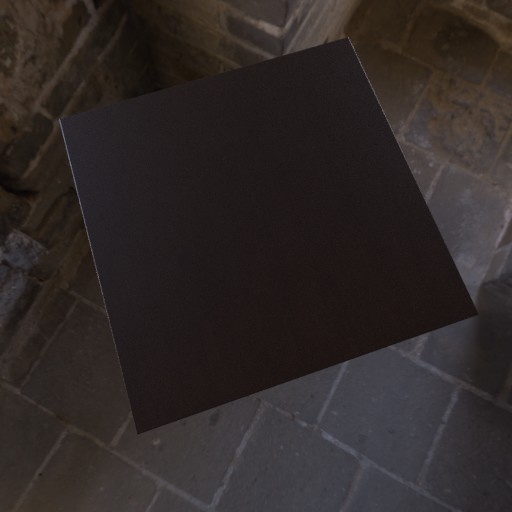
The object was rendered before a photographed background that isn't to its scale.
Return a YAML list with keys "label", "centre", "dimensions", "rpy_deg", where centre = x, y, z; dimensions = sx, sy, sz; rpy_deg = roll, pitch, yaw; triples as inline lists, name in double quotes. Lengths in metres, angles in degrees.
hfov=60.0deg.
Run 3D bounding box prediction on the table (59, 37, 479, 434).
- label: "table"
  centre: [0.000, 0.000, 1.376]
  dimensions: [0.749, 0.770, 0.749]
  rpy_deg: [-18, 75, -5]
